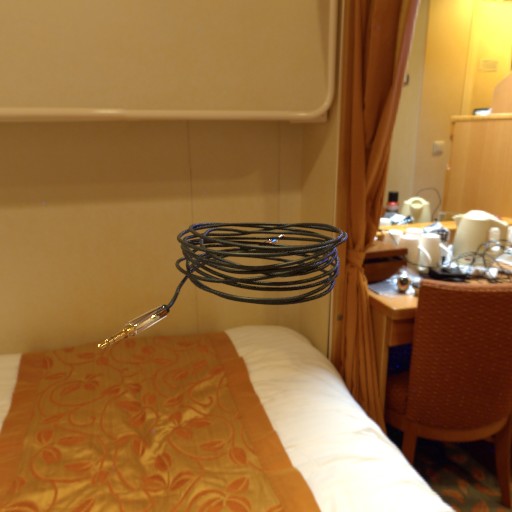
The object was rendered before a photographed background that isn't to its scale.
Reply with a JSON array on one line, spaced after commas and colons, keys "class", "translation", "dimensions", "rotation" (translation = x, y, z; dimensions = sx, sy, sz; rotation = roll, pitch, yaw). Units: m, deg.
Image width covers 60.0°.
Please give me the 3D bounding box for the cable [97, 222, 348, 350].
[{"class": "cable", "translation": [0.000, 0.000, 0.521], "dimensions": [0.198, 0.069, 0.432], "rotation": [8, 17, 25]}]
